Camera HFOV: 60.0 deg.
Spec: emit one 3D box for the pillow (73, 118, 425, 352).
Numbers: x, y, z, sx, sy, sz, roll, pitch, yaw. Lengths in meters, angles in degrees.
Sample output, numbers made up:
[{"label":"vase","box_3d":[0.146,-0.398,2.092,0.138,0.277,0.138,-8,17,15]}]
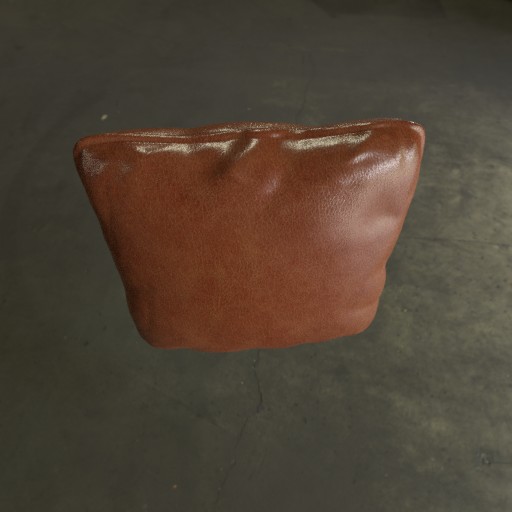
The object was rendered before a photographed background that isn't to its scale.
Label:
[{"label":"pillow","box_3d":[0.000,0.000,0.818,0.532,0.523,0.236,-4,47,-3]}]
